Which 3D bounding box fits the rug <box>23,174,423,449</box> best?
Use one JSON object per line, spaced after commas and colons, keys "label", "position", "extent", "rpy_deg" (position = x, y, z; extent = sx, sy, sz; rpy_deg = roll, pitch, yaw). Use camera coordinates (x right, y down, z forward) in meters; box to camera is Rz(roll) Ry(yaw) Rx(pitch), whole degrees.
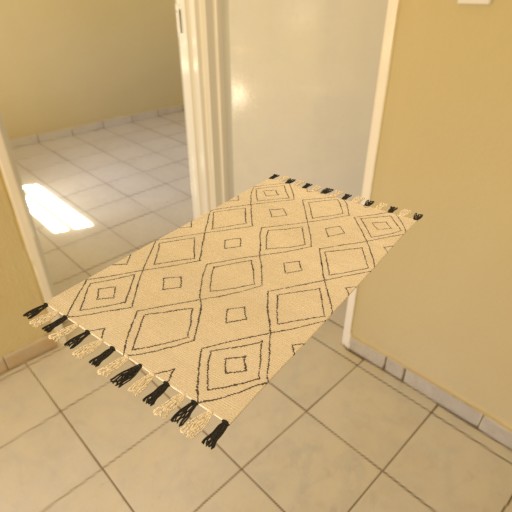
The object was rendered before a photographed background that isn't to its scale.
{"label": "rug", "position": [0.000, 0.000, 3.204], "extent": [1.524, 0.021, 2.755], "rpy_deg": [22, 39, 30]}
